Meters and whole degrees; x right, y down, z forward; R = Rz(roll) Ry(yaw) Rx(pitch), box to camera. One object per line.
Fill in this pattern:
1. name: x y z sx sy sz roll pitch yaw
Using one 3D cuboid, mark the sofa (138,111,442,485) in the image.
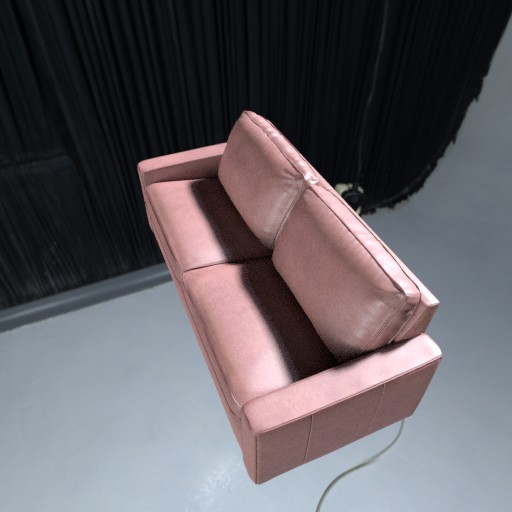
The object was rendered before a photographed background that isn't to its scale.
1. sofa: 0.000 0.000 2.551 0.940 0.919 2.080 -17 46 -16
